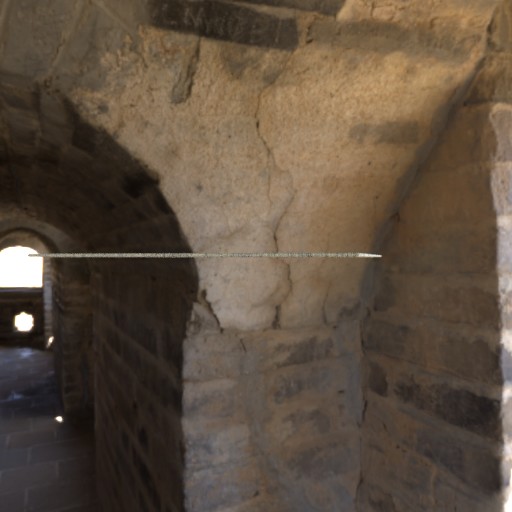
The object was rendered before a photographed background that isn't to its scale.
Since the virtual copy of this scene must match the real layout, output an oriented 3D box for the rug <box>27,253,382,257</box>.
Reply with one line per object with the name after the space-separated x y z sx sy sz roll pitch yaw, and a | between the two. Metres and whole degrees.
0.000 0.000 2.895 1.523 0.017 2.263 0 0 18 | rug
